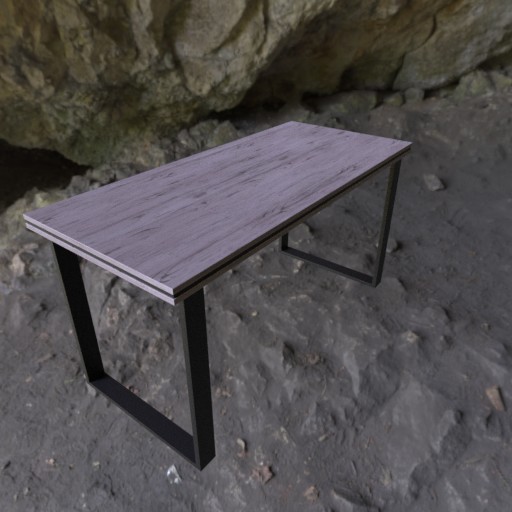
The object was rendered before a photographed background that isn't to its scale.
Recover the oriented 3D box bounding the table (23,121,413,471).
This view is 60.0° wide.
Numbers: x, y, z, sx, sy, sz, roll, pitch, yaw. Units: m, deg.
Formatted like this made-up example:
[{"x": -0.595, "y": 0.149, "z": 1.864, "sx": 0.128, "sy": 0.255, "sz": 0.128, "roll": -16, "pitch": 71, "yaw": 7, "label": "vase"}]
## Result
[{"x": 0.000, "y": 0.000, "z": 2.255, "sx": 0.795, "sy": 0.899, "sz": 1.778, "roll": 21, "pitch": 36, "yaw": 32, "label": "table"}]
